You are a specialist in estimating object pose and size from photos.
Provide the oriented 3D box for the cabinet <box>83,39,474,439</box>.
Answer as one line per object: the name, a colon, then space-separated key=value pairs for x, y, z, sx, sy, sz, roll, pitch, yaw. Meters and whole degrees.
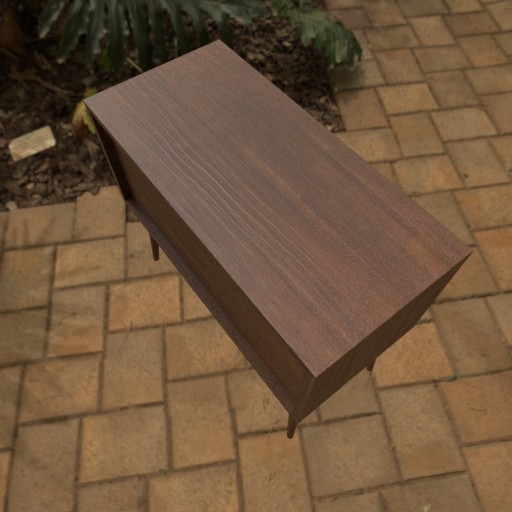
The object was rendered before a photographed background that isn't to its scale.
cabinet: x=0.000 y=0.000 z=1.119 sx=0.354 sy=0.654 sz=0.743 roll=-33 pitch=64 yaw=-18
